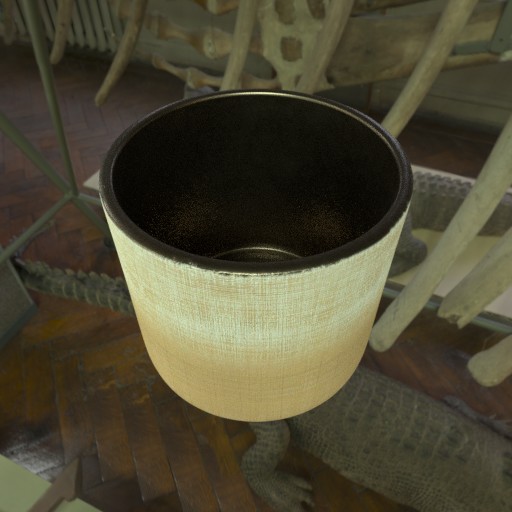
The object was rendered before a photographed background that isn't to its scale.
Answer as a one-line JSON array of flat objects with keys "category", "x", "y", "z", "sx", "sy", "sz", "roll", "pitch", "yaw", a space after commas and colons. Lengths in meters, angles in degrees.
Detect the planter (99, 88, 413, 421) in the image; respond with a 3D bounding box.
[{"category": "planter", "x": 0.000, "y": 0.000, "z": 0.384, "sx": 0.221, "sy": 0.201, "sz": 0.221, "roll": 0, "pitch": 46, "yaw": 0}]
